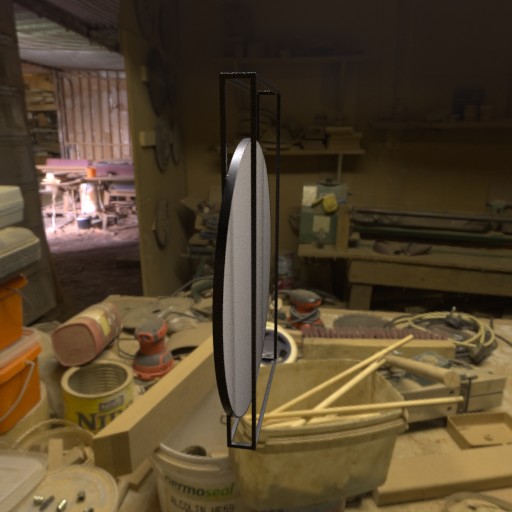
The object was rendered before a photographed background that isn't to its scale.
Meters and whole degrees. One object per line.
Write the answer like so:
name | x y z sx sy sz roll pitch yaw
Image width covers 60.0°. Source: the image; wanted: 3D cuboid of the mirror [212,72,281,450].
mirror | 0.000 0.000 0.830 0.051 0.603 0.508 3 16 9
